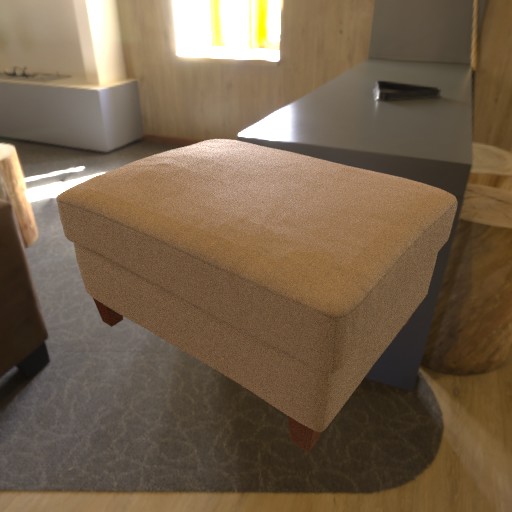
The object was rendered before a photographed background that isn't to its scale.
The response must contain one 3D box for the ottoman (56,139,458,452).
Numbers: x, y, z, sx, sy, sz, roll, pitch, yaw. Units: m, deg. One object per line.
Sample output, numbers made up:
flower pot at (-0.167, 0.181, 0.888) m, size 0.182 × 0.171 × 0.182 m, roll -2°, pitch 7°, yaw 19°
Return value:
ottoman at (0.000, 0.000, 1.306) m, size 0.902 × 0.511 × 0.692 m, roll 22°, pitch 37°, yaw 32°
